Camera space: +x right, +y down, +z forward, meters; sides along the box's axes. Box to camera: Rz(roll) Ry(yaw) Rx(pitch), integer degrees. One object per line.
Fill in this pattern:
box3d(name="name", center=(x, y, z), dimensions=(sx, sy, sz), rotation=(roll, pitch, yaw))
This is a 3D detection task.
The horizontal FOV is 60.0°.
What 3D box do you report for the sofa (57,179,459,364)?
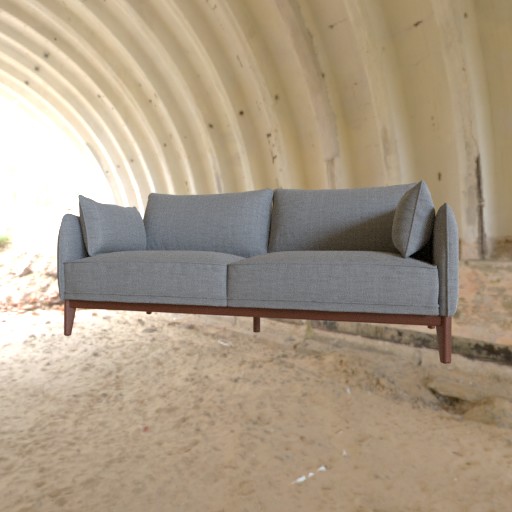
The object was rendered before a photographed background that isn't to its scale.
box3d(name="sofa", center=(0.000, 0.000, 2.447), dimensions=(1.989, 0.851, 0.972), rotation=(0, 1, 18))
